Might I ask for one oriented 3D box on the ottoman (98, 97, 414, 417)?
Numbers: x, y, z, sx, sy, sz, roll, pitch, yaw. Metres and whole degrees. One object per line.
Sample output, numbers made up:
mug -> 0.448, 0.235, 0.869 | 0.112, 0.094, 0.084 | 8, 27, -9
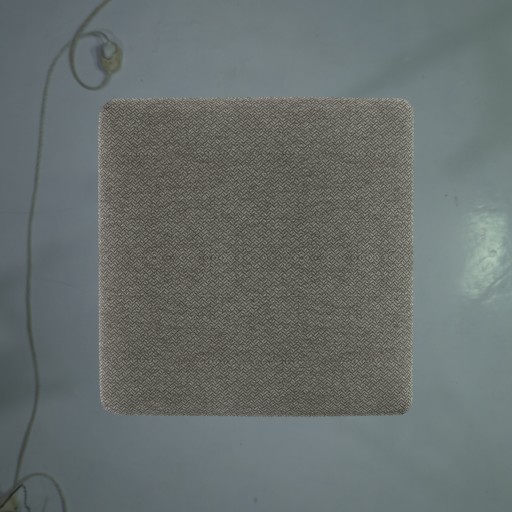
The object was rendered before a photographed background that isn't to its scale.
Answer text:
ottoman -> 0.000, 0.000, 0.896 | 0.512, 0.453, 0.519 | 0, 91, 0
